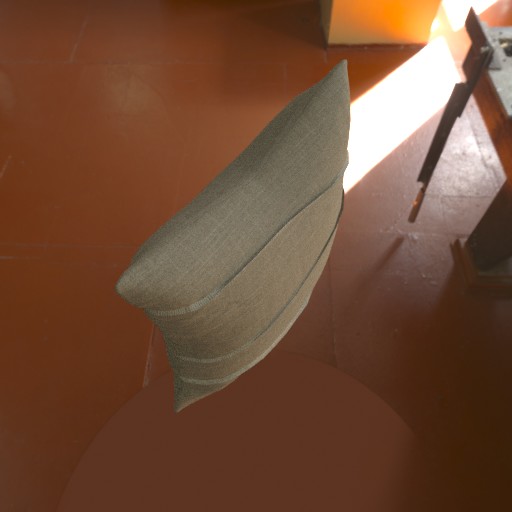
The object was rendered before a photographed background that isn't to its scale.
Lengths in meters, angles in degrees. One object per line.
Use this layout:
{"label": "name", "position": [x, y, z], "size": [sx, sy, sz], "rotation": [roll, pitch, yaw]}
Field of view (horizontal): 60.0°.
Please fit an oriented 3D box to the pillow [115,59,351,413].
{"label": "pillow", "position": [0.000, 0.000, 0.634], "size": [0.169, 0.400, 0.424], "rotation": [31, 62, 19]}
